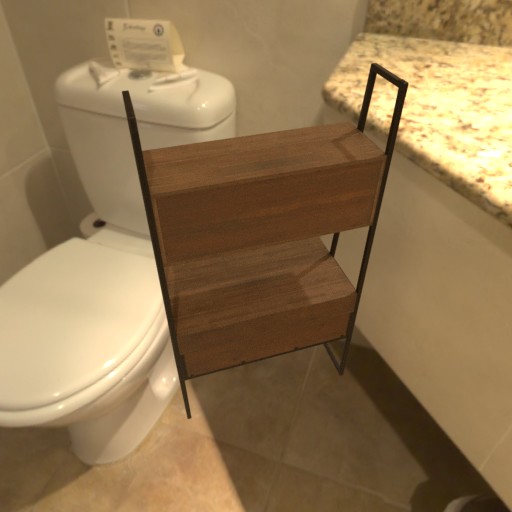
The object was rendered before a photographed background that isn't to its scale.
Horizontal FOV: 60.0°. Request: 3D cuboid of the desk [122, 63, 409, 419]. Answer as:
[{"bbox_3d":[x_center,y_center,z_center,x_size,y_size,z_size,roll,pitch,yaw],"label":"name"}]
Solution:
[{"bbox_3d":[0.000,0.000,2.241,0.982,1.809,0.515,-12,42,-13],"label":"desk"}]
